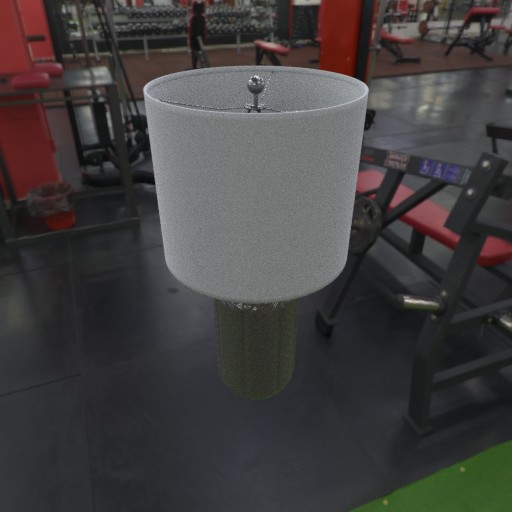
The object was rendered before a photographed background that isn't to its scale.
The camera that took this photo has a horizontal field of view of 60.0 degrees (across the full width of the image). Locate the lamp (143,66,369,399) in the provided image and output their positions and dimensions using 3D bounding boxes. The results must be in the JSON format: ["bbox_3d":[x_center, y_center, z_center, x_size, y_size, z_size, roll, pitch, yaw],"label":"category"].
[{"bbox_3d":[0.000,0.000,0.508,0.203,0.389,0.203,-11,34,-16],"label":"lamp"}]
